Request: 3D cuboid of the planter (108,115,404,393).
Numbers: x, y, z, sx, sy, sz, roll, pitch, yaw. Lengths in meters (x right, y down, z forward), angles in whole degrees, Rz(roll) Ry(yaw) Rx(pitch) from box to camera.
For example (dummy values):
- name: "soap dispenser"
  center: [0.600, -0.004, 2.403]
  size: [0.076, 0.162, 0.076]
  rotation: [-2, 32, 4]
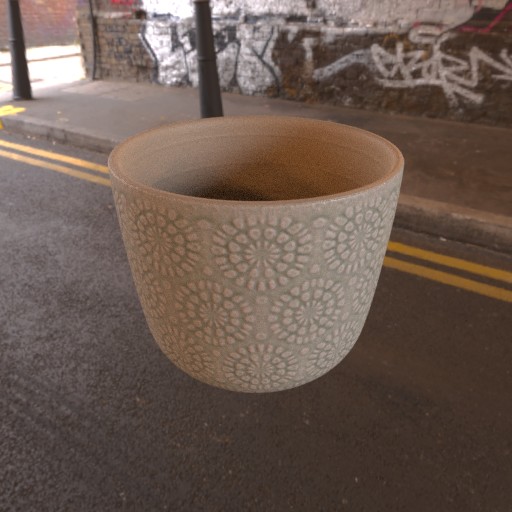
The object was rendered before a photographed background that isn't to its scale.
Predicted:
- name: "planter"
  center: [0.000, 0.000, 0.219]
  size: [0.124, 0.109, 0.124]
  rotation: [0, 30, 0]
